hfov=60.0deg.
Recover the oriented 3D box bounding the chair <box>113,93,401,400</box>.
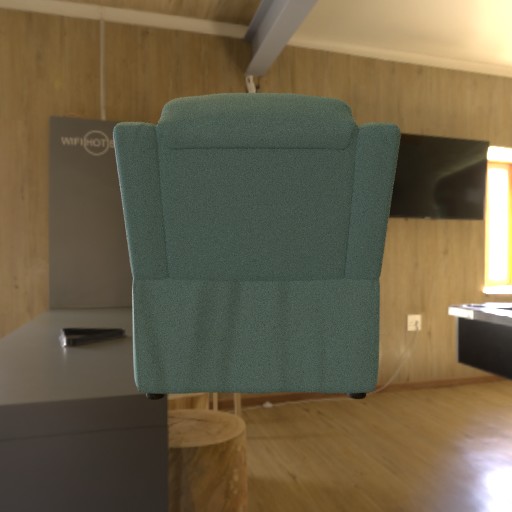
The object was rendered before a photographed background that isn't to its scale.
[{"bbox_3d":[0.000,0.000,1.247,0.680,0.702,0.709,0,0,0],"label":"chair"}]
